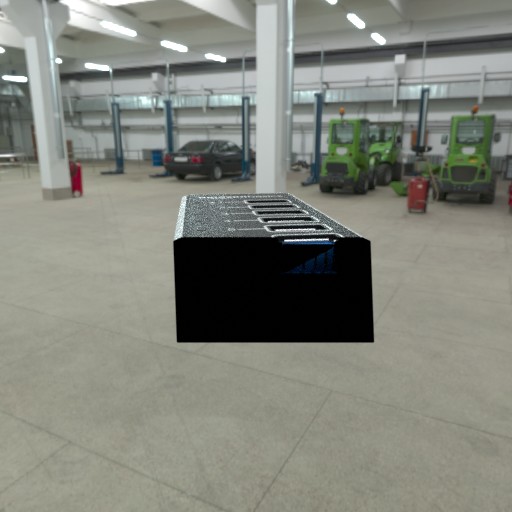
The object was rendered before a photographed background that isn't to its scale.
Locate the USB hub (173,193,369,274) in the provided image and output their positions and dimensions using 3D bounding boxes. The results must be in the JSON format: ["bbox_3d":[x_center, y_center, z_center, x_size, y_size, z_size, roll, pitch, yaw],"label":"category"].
[{"bbox_3d":[0.000,0.000,0.128,0.044,0.023,0.110,-2,15,-7],"label":"USB hub"}]
